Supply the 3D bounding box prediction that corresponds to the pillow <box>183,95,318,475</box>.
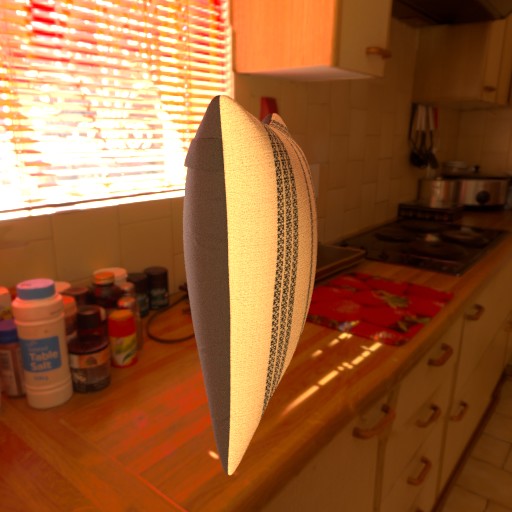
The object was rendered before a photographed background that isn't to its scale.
[{"bbox_3d":[0.000,0.000,0.634,0.173,0.406,0.405,2,15,9],"label":"pillow"}]
